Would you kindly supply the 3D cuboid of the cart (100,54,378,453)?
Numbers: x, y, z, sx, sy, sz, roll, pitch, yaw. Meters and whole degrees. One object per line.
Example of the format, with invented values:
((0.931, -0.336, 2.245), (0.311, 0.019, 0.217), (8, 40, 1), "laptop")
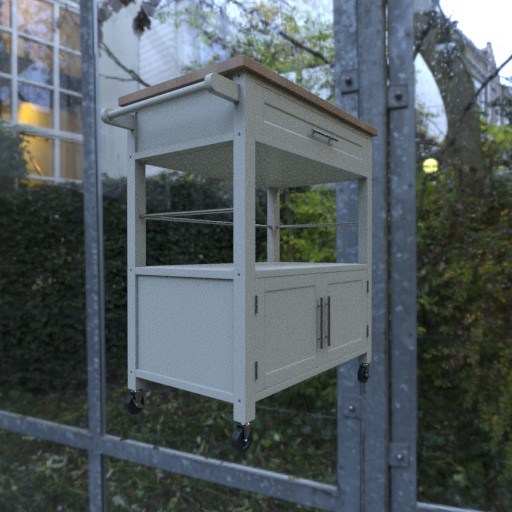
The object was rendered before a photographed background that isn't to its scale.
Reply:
((0.000, 0.000, 1.394), (0.459, 0.901, 0.840), (0, 1, 37), "cart")
